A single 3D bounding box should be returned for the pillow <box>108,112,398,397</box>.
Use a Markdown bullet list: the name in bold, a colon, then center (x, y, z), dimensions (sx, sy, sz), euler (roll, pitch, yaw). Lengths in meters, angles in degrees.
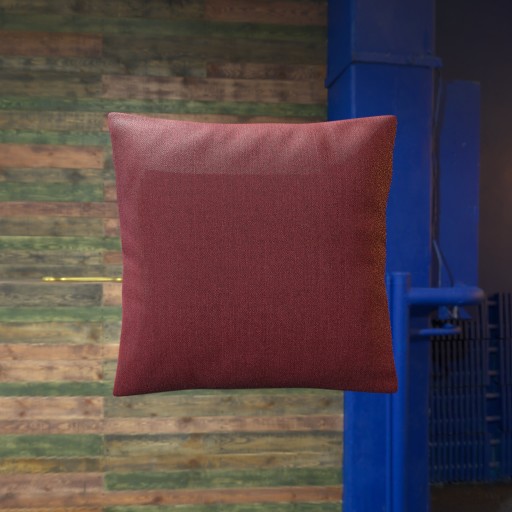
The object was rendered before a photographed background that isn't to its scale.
- **pillow**: center (0.000, 0.000, 0.785), dimensions (0.513, 0.497, 0.166), euler (0, 1, -2)
